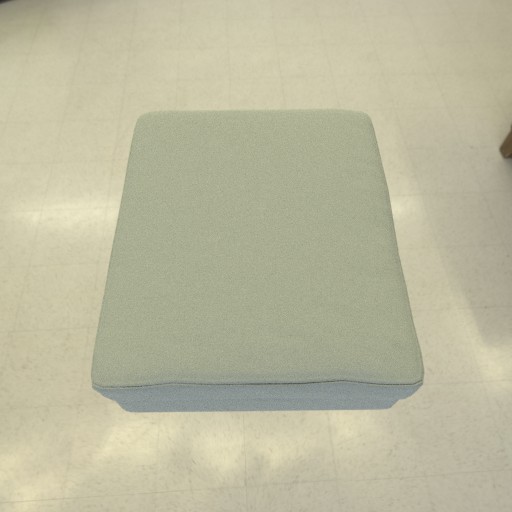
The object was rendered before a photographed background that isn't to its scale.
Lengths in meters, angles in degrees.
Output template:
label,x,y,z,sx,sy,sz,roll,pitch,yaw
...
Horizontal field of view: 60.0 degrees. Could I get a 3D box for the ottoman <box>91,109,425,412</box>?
label,x,y,z,sx,sy,sz,roll,pitch,yaw
ottoman,0.000,0.000,1.491,0.842,0.494,0.991,-1,59,0
